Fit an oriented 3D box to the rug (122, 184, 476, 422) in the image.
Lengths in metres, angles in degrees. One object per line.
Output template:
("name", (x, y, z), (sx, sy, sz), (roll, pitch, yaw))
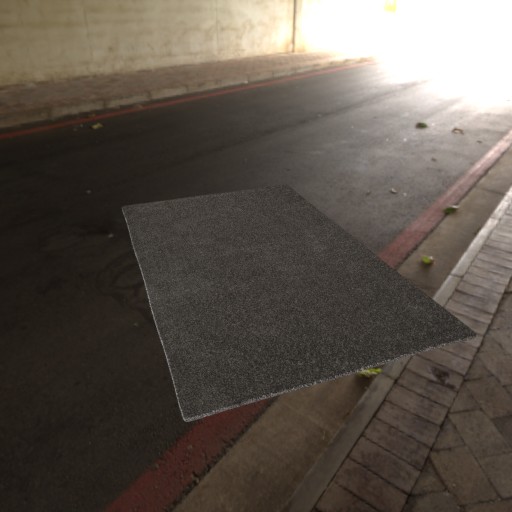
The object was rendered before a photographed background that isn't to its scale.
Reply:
("rug", (0.000, 0.000, 2.959), (1.502, 0.025, 2.350), (-10, 31, -18))
